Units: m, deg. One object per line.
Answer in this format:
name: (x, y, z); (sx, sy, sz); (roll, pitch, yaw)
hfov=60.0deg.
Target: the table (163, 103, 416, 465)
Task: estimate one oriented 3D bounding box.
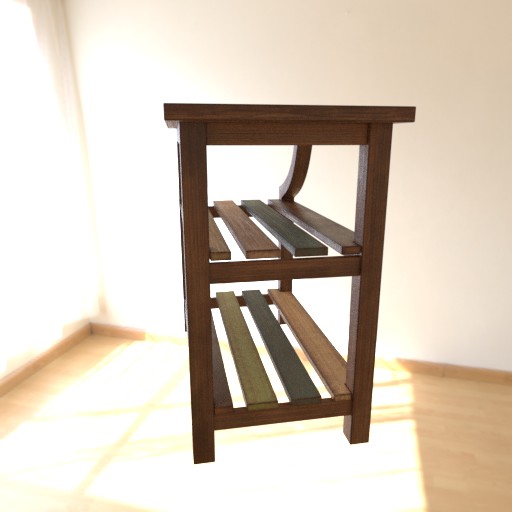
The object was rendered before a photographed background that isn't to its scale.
table: (0.000, 0.000, 0.967); (0.356, 0.584, 0.609); (-3, 15, -10)
